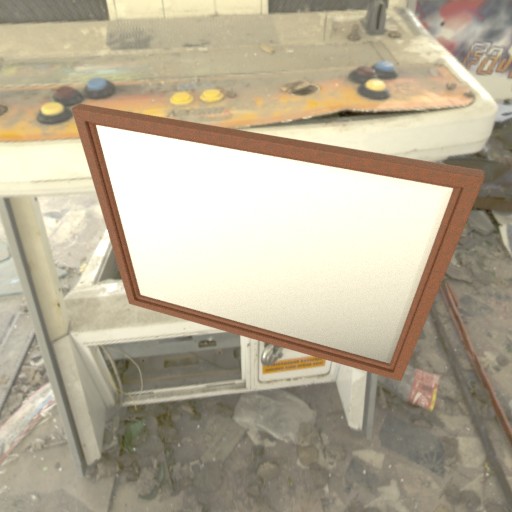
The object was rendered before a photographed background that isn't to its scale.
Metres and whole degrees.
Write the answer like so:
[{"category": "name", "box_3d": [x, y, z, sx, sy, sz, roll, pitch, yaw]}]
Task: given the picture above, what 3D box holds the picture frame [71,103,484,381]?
[{"category": "picture frame", "box_3d": [0.000, 0.000, 1.724, 1.329, 1.018, 0.045, 13, 44, 14]}]
